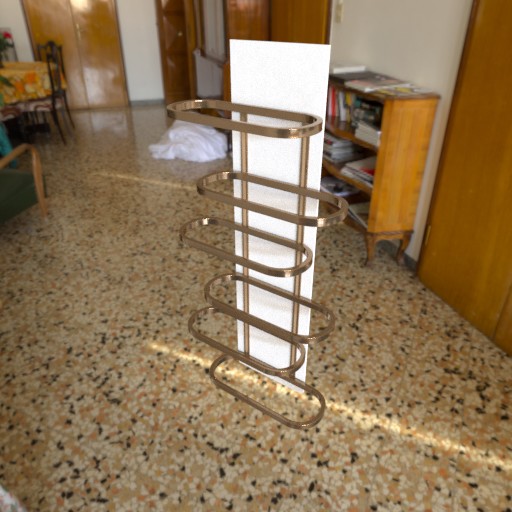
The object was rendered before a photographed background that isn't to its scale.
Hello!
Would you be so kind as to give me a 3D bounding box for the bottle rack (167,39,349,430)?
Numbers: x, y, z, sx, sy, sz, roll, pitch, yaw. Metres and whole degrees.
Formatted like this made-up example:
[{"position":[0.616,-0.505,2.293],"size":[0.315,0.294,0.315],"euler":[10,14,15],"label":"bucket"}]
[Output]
[{"position":[0.000,0.000,0.821],"size":[0.332,0.709,0.118],"euler":[19,35,30],"label":"bottle rack"}]
